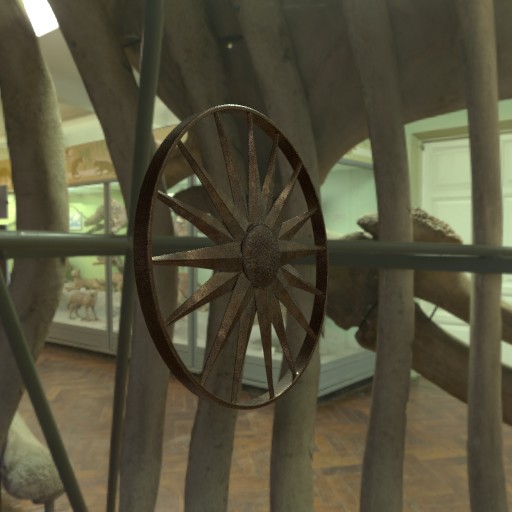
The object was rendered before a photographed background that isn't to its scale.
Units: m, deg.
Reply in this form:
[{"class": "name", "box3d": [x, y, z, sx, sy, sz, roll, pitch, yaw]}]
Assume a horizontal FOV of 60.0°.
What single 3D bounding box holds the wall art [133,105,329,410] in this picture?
[{"class": "wall art", "box3d": [0.000, 0.000, 0.885, 0.084, 0.583, 0.582, 2, 3, 35]}]
